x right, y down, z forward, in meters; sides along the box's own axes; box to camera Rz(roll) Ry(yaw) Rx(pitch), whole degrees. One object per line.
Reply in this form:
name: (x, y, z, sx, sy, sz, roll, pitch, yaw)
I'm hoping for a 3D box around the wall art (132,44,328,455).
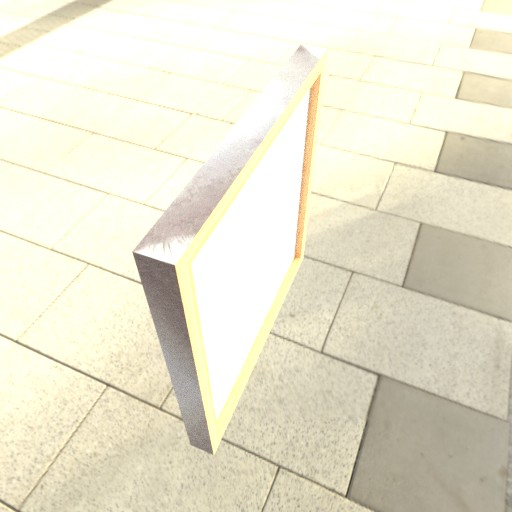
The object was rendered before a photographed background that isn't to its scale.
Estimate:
wall art: (0.000, 0.000, 0.453, 0.028, 0.303, 0.303, 17, 50, 15)
